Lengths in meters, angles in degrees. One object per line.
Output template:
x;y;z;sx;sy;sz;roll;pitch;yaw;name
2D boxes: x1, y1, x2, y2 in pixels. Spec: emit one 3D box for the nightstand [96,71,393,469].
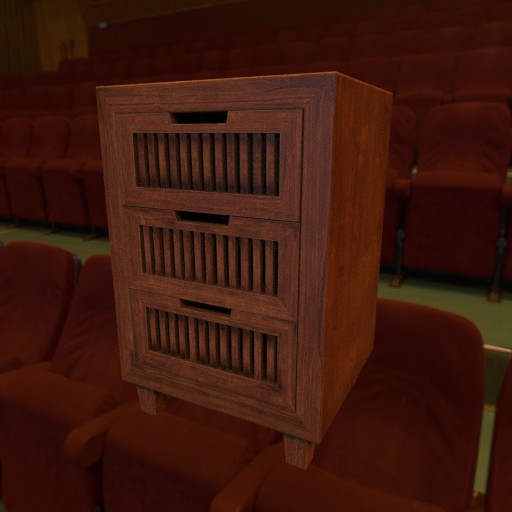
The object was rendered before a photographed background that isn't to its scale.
0.000;0.000;0.989;0.465;0.695;0.410;8;17;26;nightstand
